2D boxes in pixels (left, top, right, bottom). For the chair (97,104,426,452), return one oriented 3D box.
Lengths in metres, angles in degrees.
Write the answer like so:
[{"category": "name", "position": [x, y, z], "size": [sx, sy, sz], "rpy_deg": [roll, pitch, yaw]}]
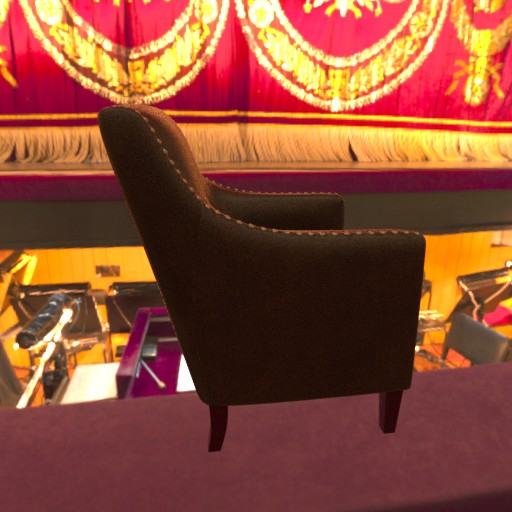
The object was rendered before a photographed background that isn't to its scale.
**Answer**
[{"category": "chair", "position": [0.000, 0.000, 1.263], "size": [0.704, 0.813, 0.639], "rpy_deg": [-2, 17, -8]}]
